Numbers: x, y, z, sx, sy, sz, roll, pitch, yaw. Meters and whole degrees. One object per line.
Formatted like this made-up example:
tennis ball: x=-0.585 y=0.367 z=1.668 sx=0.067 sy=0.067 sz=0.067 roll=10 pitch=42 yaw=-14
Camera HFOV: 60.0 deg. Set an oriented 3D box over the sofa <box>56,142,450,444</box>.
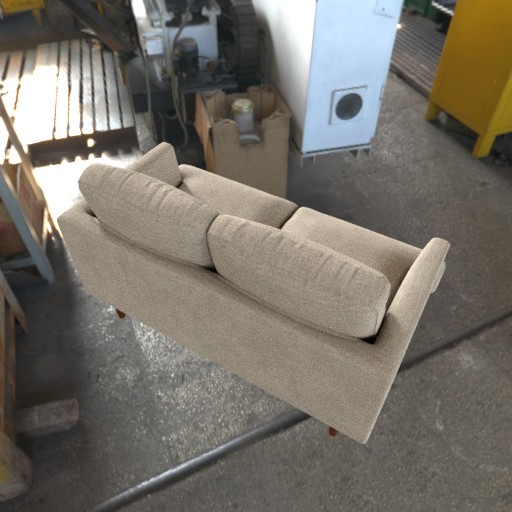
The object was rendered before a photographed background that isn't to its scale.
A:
sofa: x=0.000 y=0.000 z=2.105 sx=1.582 sy=0.944 sz=0.903 roll=23 pitch=50 yaw=21
